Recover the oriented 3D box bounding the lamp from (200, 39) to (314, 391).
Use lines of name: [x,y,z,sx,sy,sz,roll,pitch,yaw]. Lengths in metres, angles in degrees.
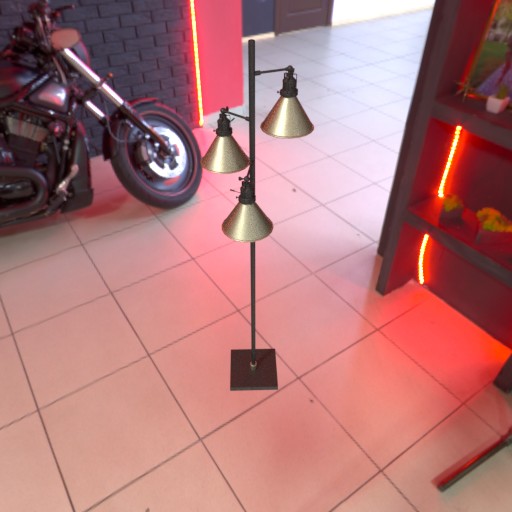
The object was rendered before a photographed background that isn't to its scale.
lamp: [0.000,0.000,1.910,0.428,1.716,0.415,-1,40,-2]
